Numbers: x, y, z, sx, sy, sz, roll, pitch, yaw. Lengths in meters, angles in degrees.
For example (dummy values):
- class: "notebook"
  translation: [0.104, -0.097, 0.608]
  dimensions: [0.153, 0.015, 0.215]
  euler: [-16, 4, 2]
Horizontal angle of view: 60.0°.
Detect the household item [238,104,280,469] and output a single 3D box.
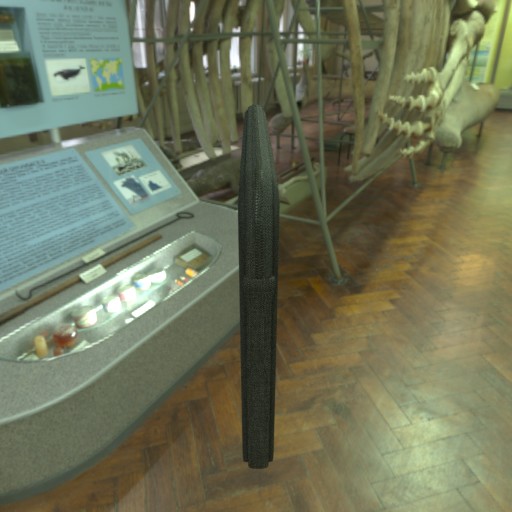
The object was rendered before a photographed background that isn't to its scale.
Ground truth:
- class: "household item"
  translation: [0.000, 0.000, 0.529]
  dimensions: [0.030, 0.305, 0.396]
  euler: [0, 27, -1]
